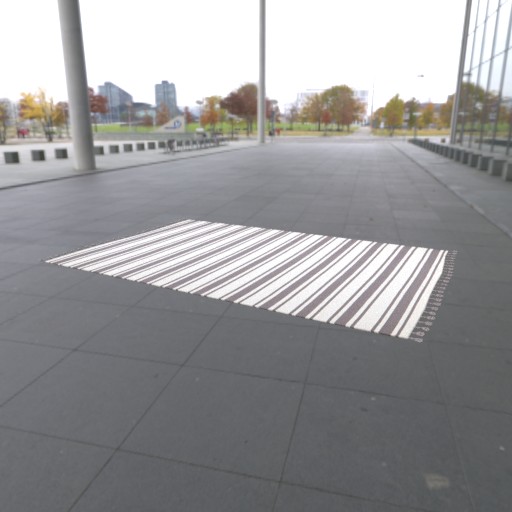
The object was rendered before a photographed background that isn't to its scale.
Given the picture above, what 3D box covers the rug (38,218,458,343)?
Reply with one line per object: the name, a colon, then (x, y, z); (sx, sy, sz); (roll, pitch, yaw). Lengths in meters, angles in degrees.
rug: (0.000, 0.000, 3.004); (2.425, 0.014, 1.563); (9, 18, 28)
